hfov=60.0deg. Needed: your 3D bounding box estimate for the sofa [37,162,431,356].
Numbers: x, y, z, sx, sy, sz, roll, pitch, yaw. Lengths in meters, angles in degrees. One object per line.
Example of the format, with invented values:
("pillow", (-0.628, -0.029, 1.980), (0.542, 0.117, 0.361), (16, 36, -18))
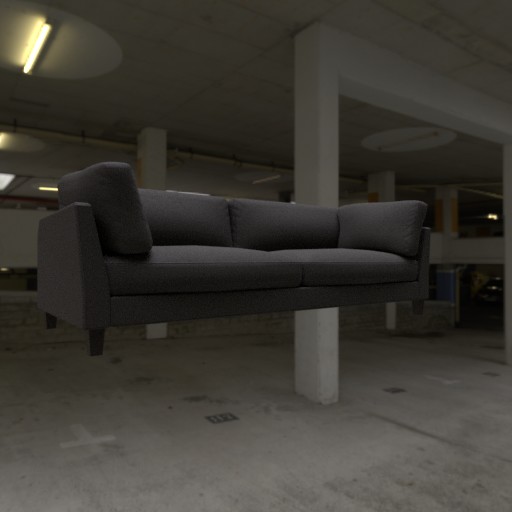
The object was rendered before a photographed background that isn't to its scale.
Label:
("sofa", (0.000, 0.000, 2.694), (2.312, 0.792, 0.969), (0, -1, -36))
